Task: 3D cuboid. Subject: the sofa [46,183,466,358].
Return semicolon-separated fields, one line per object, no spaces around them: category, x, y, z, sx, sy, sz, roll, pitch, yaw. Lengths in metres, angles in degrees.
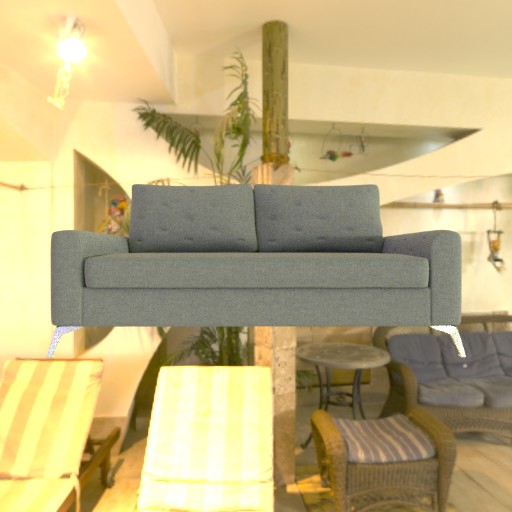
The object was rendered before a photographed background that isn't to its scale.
sofa;0.000;0.000;2.154;1.650;0.790;0.920;0;0;-1
